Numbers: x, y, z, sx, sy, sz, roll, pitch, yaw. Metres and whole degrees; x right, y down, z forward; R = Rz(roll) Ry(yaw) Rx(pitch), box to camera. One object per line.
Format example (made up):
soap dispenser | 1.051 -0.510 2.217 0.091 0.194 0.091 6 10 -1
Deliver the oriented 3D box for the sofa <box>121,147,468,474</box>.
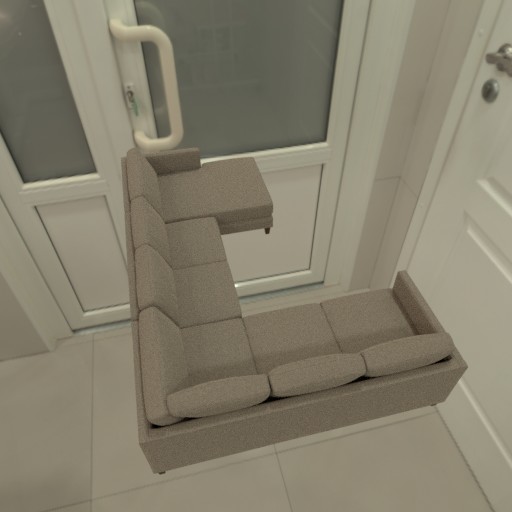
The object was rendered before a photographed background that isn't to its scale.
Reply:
sofa | 0.000 0.000 4.413 2.424 0.865 3.438 -10 47 -10
